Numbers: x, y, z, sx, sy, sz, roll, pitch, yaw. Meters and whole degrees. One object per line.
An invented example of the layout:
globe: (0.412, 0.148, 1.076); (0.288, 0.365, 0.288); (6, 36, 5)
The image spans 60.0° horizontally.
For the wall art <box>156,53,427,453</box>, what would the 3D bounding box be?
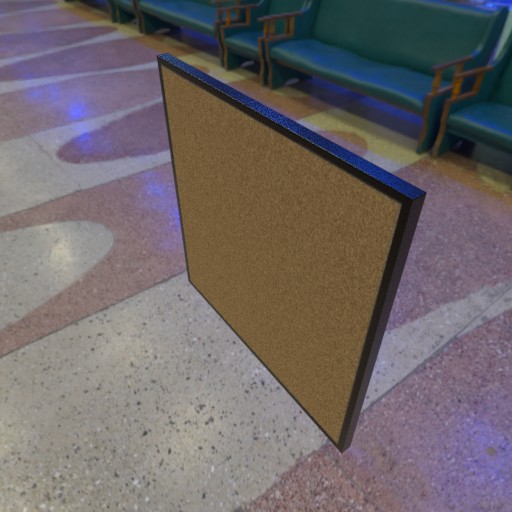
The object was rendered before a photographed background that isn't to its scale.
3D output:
wall art: (0.000, 0.000, 0.501); (0.014, 0.349, 0.349); (-26, 48, -26)
